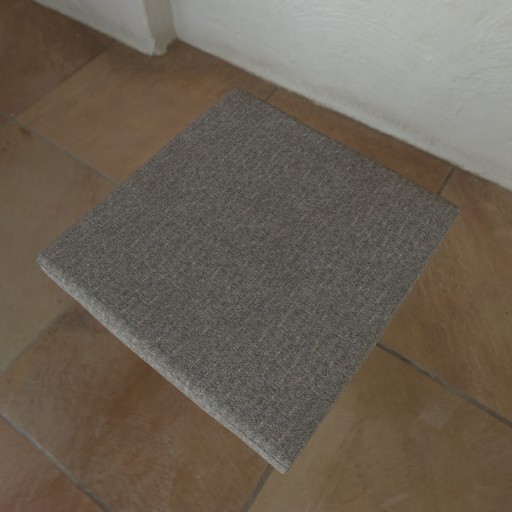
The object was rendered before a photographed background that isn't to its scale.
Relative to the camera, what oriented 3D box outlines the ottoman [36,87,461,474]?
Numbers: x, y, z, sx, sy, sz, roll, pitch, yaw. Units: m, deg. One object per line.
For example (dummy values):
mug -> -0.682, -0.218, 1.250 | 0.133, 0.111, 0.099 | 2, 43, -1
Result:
ottoman -> 0.000, 0.000, 1.547 | 0.981, 0.379, 1.016 | 34, 66, 17
